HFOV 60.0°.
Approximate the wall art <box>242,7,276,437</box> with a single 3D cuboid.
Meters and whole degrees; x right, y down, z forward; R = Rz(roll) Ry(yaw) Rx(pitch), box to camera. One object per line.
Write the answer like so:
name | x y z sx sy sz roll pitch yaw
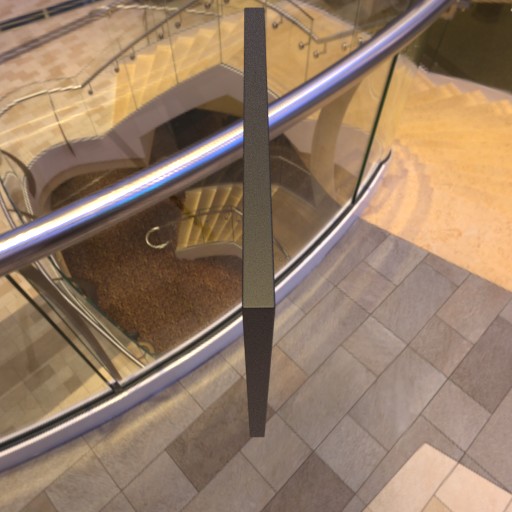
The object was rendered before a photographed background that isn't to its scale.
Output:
wall art | 0.000 0.000 0.724 0.028 0.559 0.457 0 58 0
